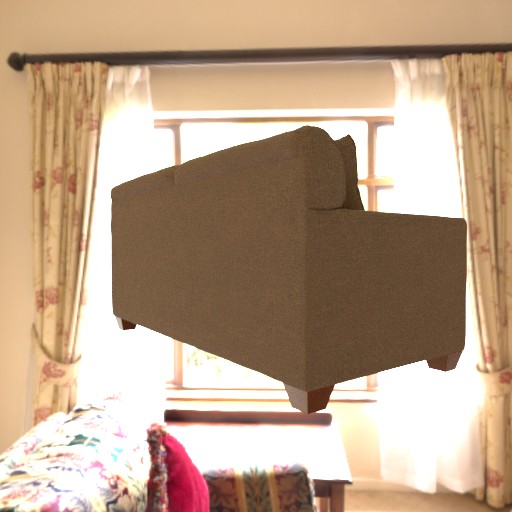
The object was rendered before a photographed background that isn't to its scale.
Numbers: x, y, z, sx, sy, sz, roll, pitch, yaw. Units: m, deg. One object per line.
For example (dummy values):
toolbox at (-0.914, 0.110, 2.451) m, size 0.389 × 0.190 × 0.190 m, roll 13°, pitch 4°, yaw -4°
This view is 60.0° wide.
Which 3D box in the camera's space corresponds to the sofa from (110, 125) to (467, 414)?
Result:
sofa at (0.000, 0.000, 2.376) m, size 1.000 × 0.958 × 1.846 m, roll -1°, pitch 2°, yaw -36°
